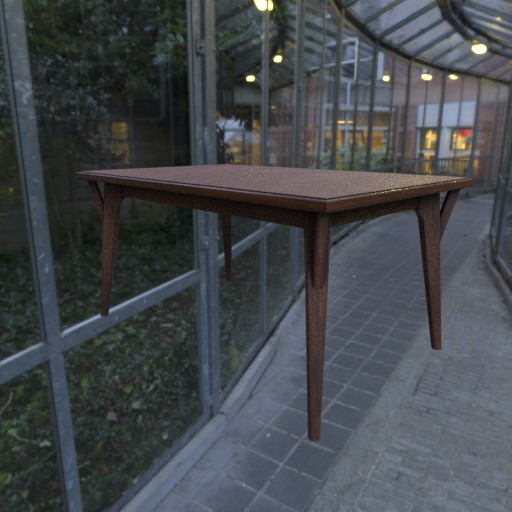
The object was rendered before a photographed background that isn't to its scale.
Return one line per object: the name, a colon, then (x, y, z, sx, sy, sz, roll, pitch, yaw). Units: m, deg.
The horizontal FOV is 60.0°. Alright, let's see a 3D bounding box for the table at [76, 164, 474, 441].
table: (0.000, 0.000, 2.088, 0.990, 0.761, 1.524, -14, 20, -43)
